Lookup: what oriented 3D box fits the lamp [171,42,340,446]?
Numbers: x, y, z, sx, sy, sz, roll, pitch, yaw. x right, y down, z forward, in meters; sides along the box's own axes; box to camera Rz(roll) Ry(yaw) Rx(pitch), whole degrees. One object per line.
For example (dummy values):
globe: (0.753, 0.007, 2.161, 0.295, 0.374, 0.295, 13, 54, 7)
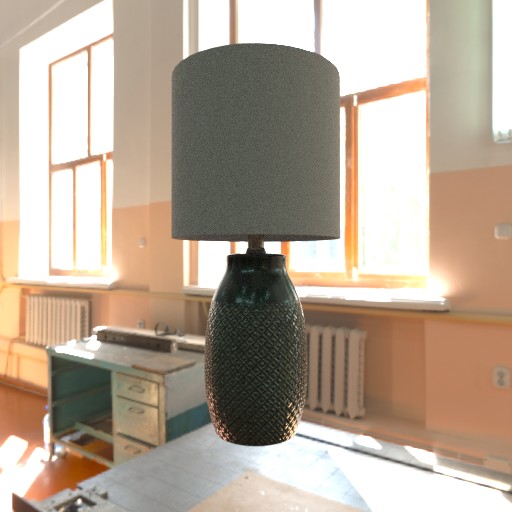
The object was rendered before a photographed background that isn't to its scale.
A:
lamp: (0.000, 0.000, 0.578, 0.217, 0.453, 0.217, 0, 0, -19)
